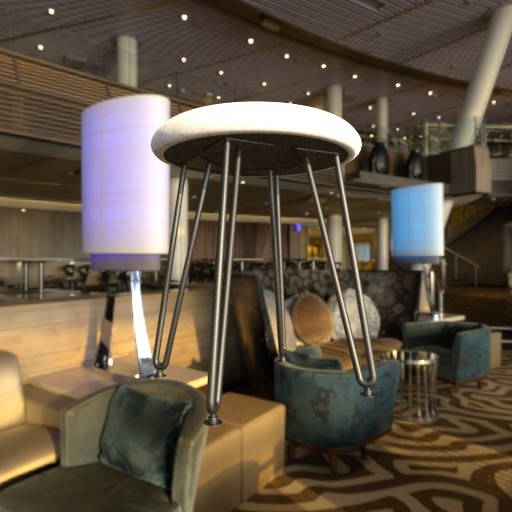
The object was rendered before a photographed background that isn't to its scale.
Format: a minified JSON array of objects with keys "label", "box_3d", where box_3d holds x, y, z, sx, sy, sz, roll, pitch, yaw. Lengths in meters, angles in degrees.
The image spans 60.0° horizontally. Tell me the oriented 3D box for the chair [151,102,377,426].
[{"label":"chair","box_3d":[0.000,0.000,0.666,0.350,0.386,0.350,0,-1,18]}]
